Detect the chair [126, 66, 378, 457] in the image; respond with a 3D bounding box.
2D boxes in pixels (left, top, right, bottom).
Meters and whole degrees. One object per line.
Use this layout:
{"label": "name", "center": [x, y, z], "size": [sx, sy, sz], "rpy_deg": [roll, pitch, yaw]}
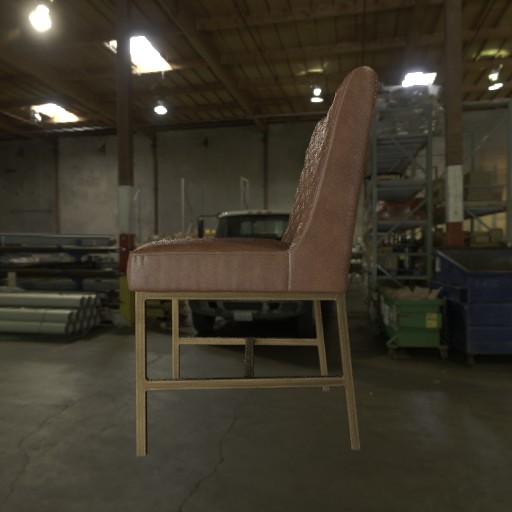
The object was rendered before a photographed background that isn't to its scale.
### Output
{"label": "chair", "center": [0.000, 0.000, 1.226], "size": [0.587, 0.889, 0.508], "rpy_deg": [0, 2, -1]}
